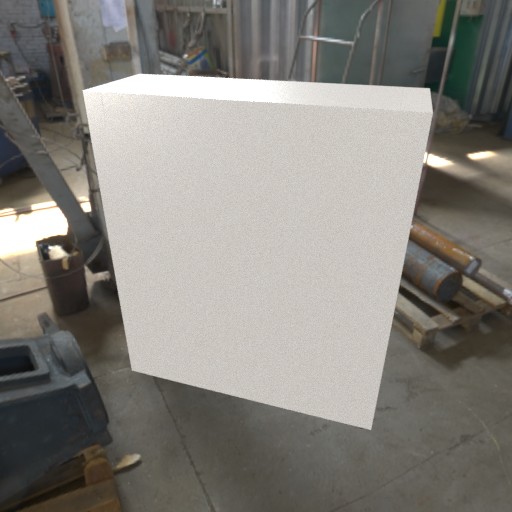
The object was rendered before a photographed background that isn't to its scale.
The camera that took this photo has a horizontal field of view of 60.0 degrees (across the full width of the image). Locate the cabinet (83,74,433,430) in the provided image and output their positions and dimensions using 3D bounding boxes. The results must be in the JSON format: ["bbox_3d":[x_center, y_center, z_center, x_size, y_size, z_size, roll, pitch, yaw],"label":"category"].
[{"bbox_3d":[0.000,0.000,1.610,0.990,1.150,0.348,9,31,15],"label":"cabinet"}]
